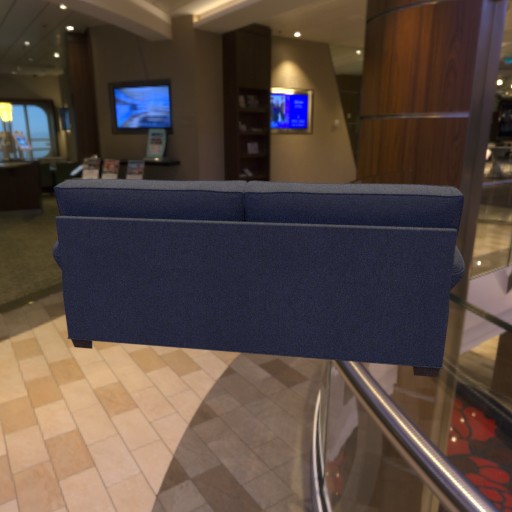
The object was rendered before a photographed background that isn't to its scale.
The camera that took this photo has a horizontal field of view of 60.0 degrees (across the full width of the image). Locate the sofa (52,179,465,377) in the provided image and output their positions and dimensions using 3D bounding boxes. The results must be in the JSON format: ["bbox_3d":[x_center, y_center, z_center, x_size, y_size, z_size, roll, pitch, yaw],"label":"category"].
[{"bbox_3d":[0.000,0.000,2.868,2.391,1.026,0.954,3,16,9],"label":"sofa"}]
